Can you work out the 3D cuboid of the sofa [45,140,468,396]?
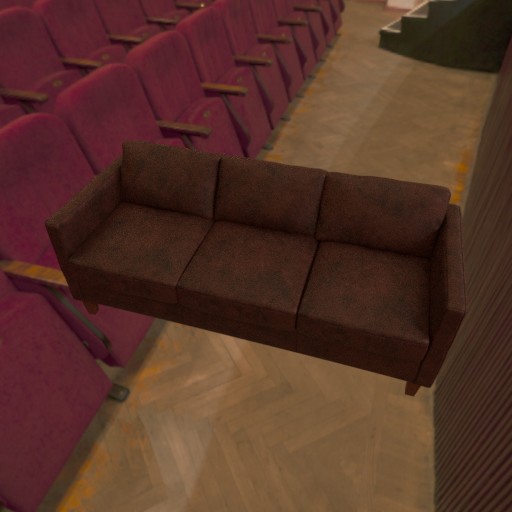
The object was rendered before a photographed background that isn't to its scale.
[{"bbox_3d":[0.000,0.000,2.950,2.464,1.006,1.045,11,42,13],"label":"sofa"}]
